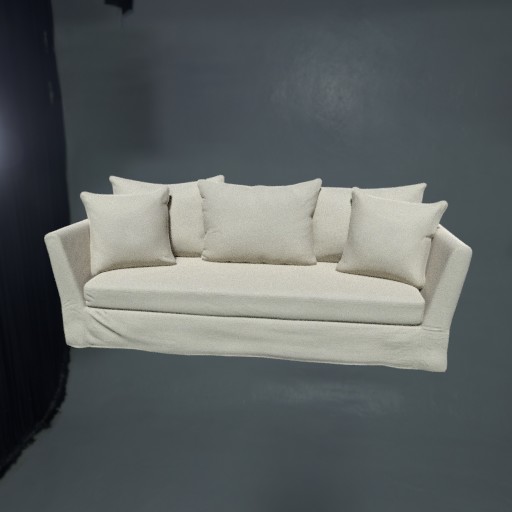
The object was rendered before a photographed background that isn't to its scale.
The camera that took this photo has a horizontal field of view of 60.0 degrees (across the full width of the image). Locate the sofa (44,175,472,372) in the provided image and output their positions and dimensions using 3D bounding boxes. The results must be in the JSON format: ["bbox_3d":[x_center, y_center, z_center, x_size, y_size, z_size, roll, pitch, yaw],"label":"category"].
[{"bbox_3d":[0.000,0.000,3.078,2.499,1.047,1.046,2,16,8],"label":"sofa"}]
